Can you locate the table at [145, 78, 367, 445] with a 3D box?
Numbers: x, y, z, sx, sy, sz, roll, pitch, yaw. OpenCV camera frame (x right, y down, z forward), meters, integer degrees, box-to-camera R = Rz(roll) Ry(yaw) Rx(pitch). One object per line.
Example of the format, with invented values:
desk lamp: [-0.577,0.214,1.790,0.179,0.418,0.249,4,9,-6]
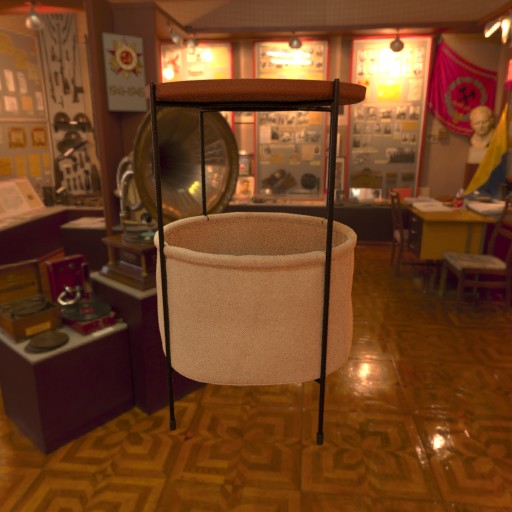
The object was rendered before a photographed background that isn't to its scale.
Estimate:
table: [0.000,0.000,0.878,0.393,0.623,0.393,2,16,8]
